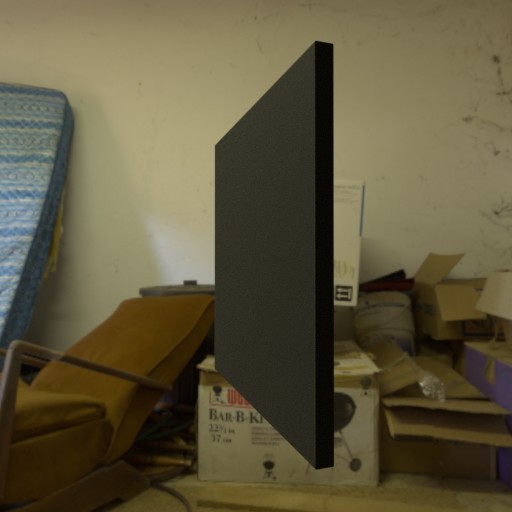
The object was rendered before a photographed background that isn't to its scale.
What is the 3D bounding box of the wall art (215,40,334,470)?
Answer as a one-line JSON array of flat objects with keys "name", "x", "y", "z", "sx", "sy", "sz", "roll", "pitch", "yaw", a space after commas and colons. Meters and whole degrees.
[{"name": "wall art", "x": 0.000, "y": 0.000, "z": 0.459, "sx": 0.015, "sy": 0.303, "sz": 0.304, "roll": 0, "pitch": 0, "yaw": -19}]
